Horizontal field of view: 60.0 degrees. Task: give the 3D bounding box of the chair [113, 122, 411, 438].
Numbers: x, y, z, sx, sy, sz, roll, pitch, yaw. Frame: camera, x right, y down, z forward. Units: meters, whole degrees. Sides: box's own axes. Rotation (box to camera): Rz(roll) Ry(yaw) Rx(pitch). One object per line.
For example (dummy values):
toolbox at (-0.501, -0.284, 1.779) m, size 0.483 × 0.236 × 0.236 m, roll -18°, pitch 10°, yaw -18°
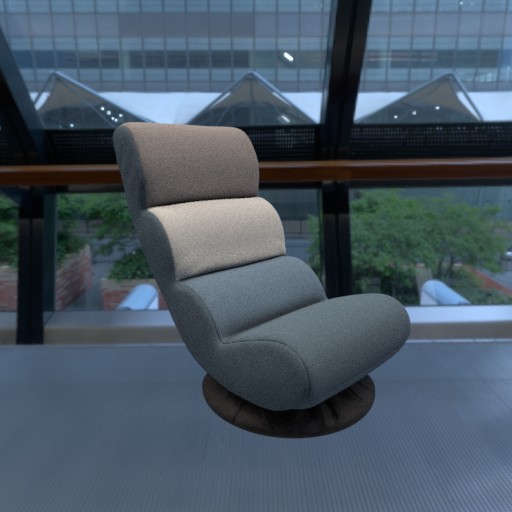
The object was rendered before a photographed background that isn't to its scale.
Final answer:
chair at (0.000, 0.000, 1.087) m, size 0.661 × 0.641 × 0.420 m, roll 13°, pitch 19°, yaw 43°
